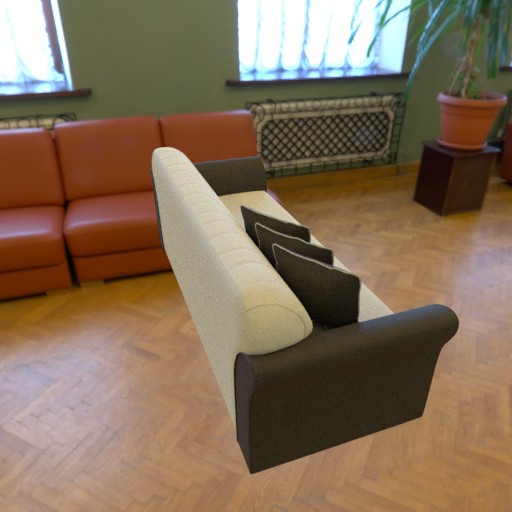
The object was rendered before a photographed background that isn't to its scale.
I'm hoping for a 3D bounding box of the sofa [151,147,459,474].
[{"bbox_3d":[0.000,0.000,2.312,0.755,0.787,2.001,-10,31,-17],"label":"sofa"}]
